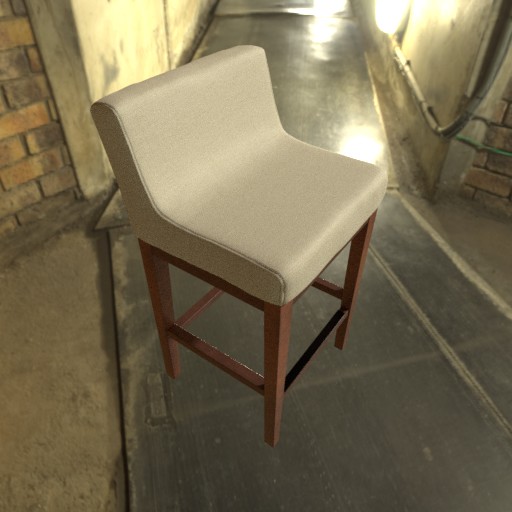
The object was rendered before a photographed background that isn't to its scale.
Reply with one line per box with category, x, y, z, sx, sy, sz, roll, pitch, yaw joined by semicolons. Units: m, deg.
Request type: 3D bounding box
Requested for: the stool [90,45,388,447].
stool;0.000;0.000;1.226;0.500;0.937;0.511;25;46;26
